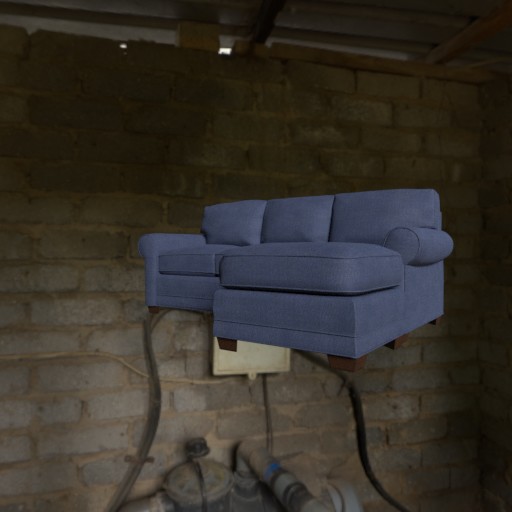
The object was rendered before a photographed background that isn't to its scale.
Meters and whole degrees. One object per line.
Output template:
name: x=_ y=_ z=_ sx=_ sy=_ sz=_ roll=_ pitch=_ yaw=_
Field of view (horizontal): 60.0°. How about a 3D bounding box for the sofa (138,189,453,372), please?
sofa: x=0.000 y=0.000 z=3.465 sx=2.567 sy=1.063 sz=1.780 roll=1 pitch=1 yaw=36
